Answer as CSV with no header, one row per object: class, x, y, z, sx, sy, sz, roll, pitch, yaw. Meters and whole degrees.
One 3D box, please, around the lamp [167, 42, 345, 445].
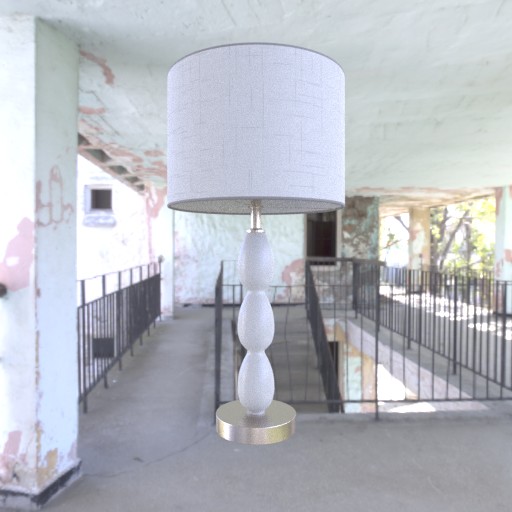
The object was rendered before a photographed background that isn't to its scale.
lamp,0.000,0.000,0.718,0.282,0.559,0.280,0,1,18
